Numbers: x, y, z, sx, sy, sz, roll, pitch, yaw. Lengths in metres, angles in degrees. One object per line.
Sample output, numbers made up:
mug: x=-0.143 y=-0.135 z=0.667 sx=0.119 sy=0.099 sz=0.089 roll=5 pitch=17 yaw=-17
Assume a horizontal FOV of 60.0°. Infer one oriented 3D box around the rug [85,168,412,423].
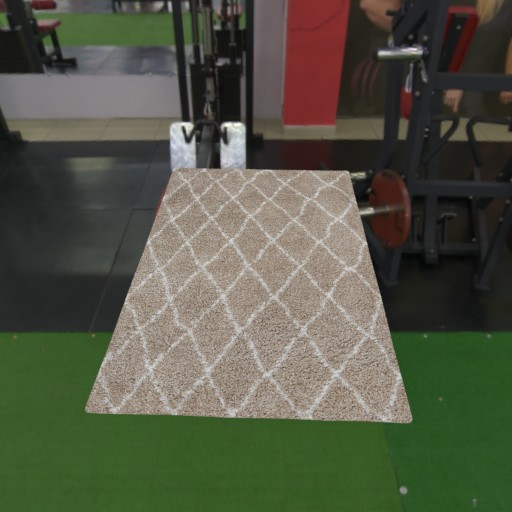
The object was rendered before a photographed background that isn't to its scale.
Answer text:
rug: x=0.000 y=0.000 z=3.448 sx=1.778 sy=0.030 sz=2.743 roll=1 pitch=40 yaw=2
